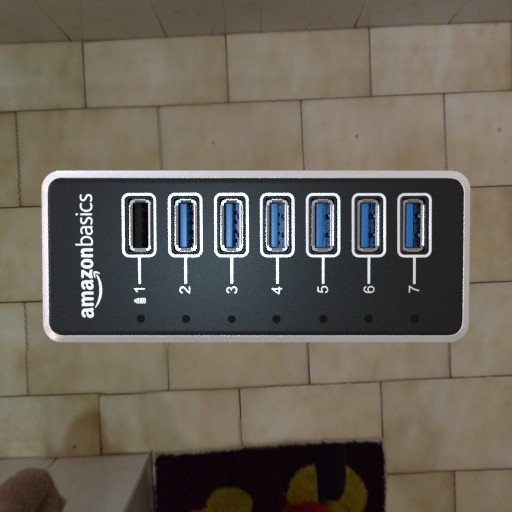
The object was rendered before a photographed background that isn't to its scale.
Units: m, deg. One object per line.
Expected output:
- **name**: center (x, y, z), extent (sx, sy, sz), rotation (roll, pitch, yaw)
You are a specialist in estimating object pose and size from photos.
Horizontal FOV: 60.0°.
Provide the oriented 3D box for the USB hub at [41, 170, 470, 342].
- **USB hub**: center (0.000, 0.000, 0.124), extent (0.110, 0.023, 0.044), rotation (0, 91, 0)
